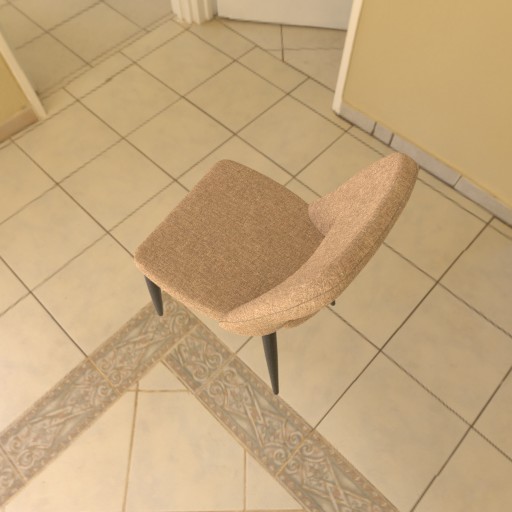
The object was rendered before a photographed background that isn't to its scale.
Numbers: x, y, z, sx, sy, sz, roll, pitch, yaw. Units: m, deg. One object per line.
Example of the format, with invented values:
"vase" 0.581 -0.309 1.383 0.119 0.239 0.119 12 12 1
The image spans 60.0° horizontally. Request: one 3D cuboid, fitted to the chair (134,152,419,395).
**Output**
"chair" 0.000 0.000 1.285 0.612 0.931 0.470 31 66 15
